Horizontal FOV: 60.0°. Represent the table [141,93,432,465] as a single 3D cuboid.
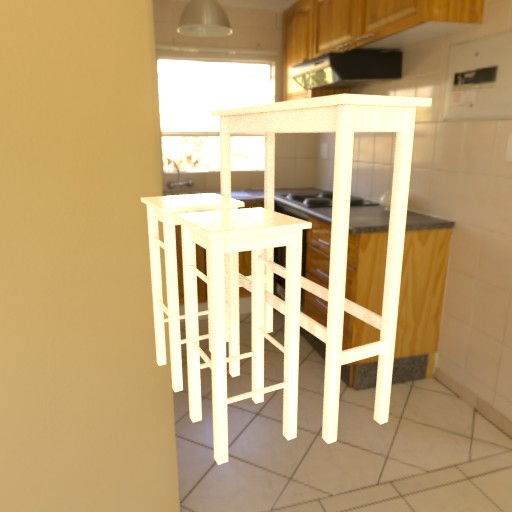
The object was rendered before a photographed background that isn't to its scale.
[{"bbox_3d":[0.000,0.000,1.641,0.650,1.065,0.915,-8,17,-26],"label":"table"}]
